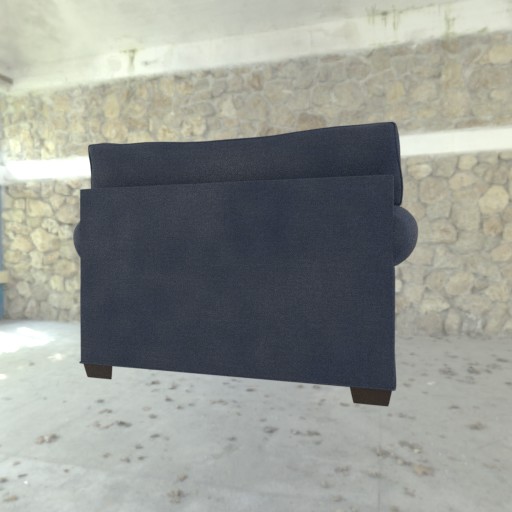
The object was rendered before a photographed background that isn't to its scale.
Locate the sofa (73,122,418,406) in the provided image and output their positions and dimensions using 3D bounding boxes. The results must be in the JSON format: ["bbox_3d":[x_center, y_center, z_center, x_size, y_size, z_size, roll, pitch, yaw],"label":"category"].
[{"bbox_3d":[0.000,0.000,2.086,1.405,1.004,0.938,0,1,17],"label":"sofa"}]
